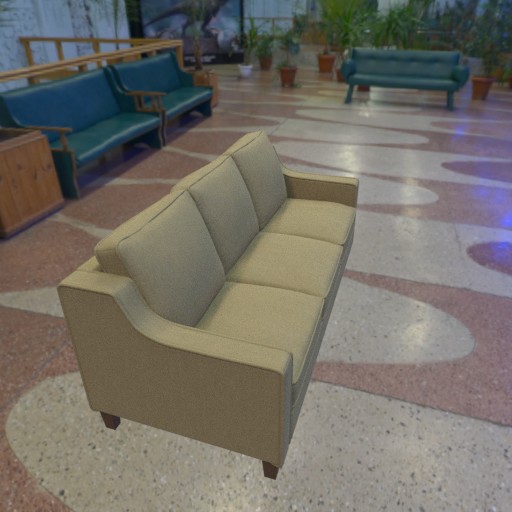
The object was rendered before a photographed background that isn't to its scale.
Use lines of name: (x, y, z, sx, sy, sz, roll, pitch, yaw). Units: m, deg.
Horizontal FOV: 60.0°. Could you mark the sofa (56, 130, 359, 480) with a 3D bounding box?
sofa: (0.000, 0.000, 2.499, 0.911, 0.974, 1.986, 10, 31, 16)
